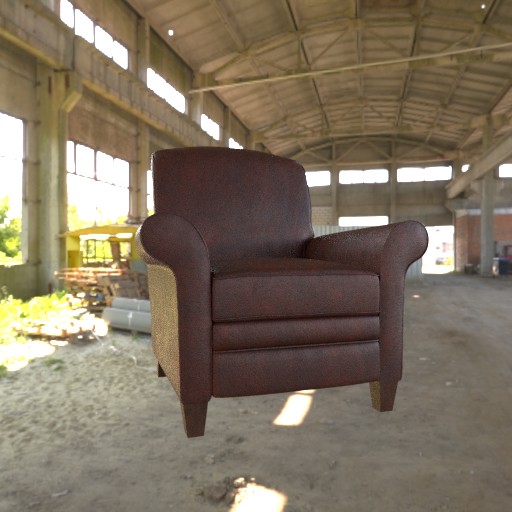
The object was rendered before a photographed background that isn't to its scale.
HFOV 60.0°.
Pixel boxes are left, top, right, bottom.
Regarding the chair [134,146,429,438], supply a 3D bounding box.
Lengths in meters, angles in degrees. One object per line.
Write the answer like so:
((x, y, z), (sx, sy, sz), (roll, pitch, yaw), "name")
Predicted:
((0.000, 0.000, 1.790), (0.978, 1.061, 0.902), (0, 0, -19), "chair")
